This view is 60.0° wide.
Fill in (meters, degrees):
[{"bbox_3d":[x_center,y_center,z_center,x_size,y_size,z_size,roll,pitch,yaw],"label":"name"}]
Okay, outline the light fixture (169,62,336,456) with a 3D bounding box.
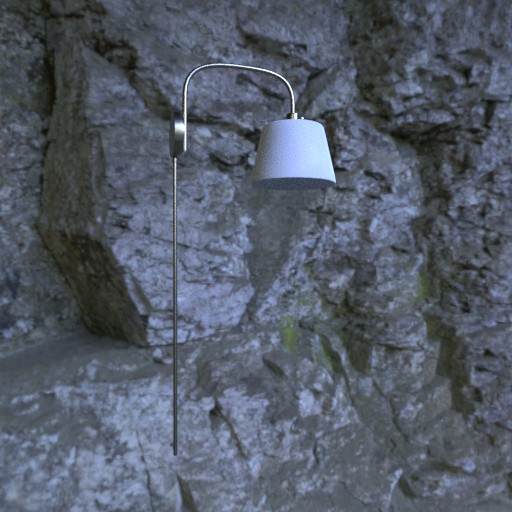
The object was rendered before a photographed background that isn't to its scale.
[{"bbox_3d":[0.000,0.000,0.469,0.176,0.399,0.092,0,0,-18],"label":"light fixture"}]
